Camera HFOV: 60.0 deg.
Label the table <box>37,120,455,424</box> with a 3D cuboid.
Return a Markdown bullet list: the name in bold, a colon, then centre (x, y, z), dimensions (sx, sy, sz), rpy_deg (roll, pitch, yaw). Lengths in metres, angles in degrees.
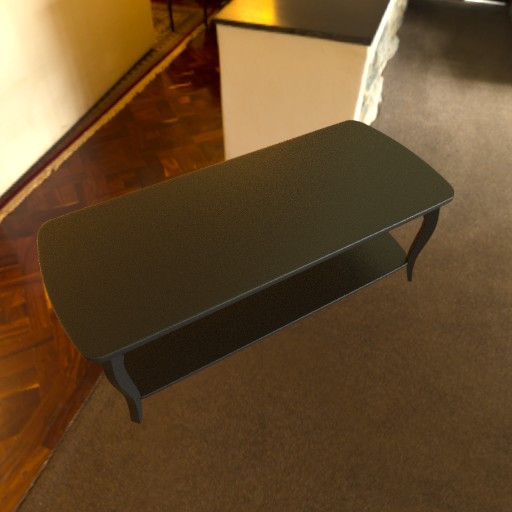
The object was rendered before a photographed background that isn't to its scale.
- **table**: centre (0.000, 0.000, 1.606), dimensions (1.333, 0.457, 0.571), rpy_deg (-23, 51, -20)
